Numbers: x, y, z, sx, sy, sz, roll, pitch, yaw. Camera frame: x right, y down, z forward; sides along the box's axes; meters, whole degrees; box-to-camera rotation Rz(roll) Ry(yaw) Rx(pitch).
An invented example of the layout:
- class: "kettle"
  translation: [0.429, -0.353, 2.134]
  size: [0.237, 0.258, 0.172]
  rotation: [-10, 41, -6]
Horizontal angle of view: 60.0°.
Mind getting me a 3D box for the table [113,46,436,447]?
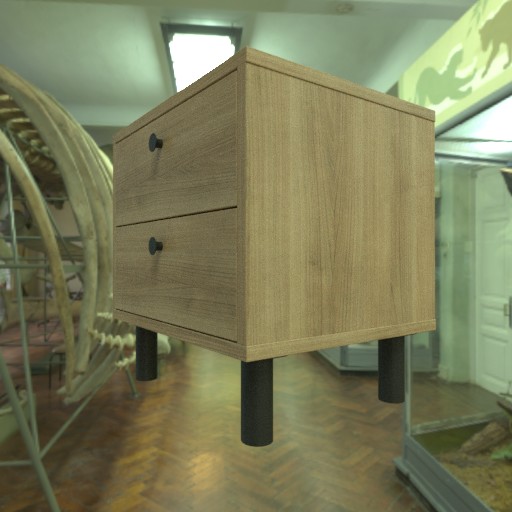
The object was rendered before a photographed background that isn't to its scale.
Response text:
- class: "table"
  translation: [0.000, 0.000, 0.769]
  size: [0.380, 0.460, 0.445]
  rotation: [0, 0, -36]
